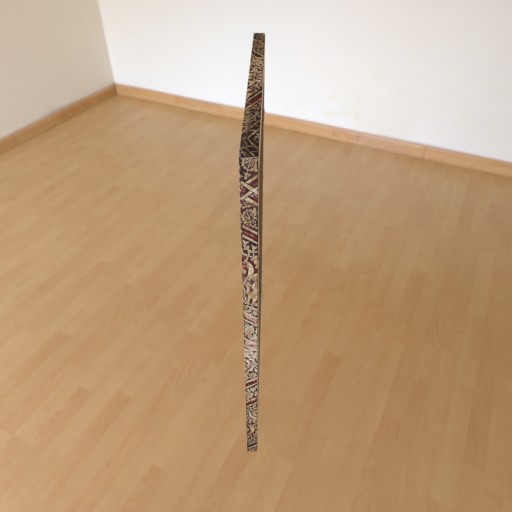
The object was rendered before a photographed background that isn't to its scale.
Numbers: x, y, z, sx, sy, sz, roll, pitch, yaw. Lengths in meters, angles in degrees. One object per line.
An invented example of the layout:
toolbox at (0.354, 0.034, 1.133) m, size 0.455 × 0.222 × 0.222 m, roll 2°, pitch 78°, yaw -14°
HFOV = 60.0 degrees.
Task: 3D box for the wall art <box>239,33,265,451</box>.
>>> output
wall art at (0.000, 0.000, 0.757) m, size 0.020 × 0.599 × 0.397 m, roll 1°, pitch 42°, yaw 1°
